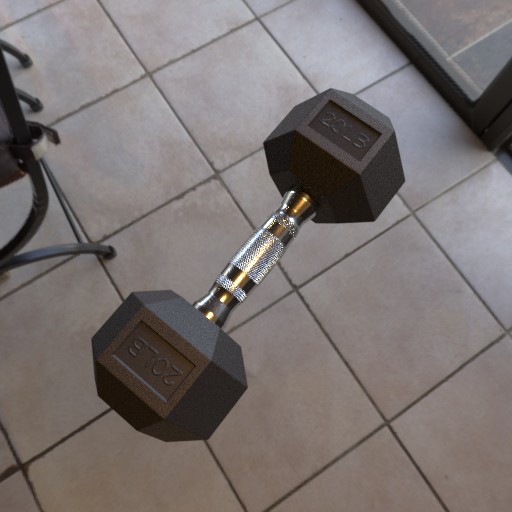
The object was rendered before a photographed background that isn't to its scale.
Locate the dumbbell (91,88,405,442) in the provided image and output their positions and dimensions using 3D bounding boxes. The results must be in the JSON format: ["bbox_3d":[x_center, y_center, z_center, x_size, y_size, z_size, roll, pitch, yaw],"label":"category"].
[{"bbox_3d":[0.000,0.000,0.324,0.106,0.092,0.272,37,78,9],"label":"dumbbell"}]
